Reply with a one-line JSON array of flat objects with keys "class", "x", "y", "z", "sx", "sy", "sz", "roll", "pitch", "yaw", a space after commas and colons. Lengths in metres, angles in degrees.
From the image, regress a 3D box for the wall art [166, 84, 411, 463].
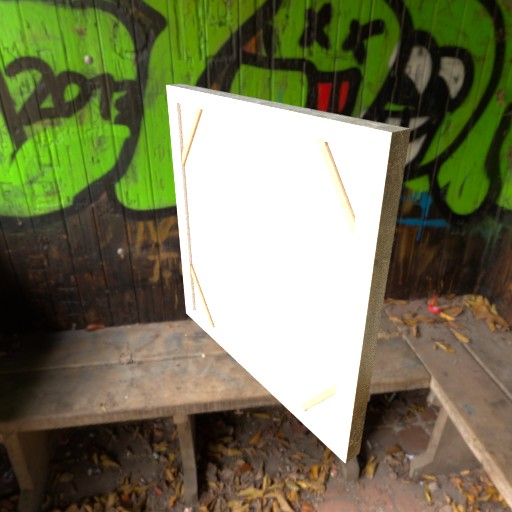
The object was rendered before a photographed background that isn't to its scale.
[{"class": "wall art", "x": 0.000, "y": 0.000, "z": 0.914, "sx": 0.038, "sy": 0.610, "sz": 0.610, "roll": -19, "pitch": 33, "yaw": -32}]
